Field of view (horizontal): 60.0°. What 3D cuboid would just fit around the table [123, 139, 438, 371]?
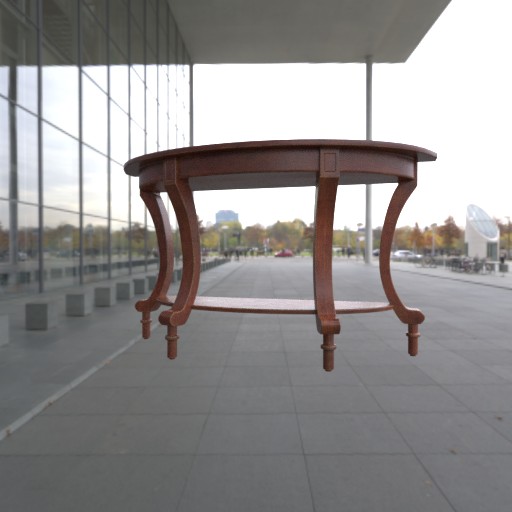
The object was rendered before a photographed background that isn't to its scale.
[{"bbox_3d":[0.000,0.000,1.536,1.198,0.699,0.394,0,1,16],"label":"table"}]
